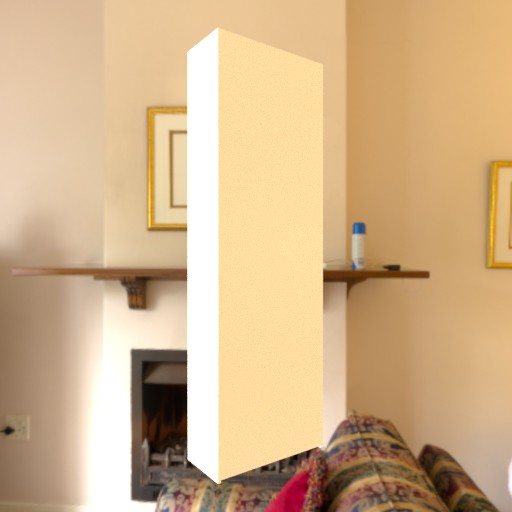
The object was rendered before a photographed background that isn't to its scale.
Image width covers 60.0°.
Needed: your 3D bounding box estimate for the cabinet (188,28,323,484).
[{"bbox_3d":[0.000,0.000,1.839,0.520,1.630,0.255,0,0,-36],"label":"cabinet"}]
